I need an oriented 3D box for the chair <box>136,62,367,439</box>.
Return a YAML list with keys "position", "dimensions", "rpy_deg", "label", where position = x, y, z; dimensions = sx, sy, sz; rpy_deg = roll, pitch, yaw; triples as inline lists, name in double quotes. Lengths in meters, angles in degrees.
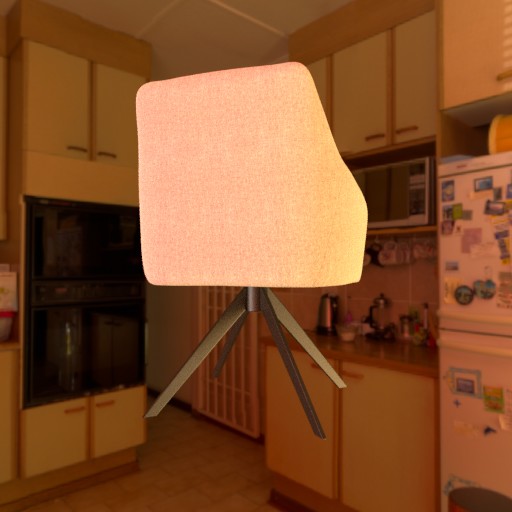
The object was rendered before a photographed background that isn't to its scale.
- position: [0.000, 0.000, 1.348]
  dimensions: [0.642, 0.874, 0.677]
  rpy_deg: [0, -1, 18]
  label: "chair"
